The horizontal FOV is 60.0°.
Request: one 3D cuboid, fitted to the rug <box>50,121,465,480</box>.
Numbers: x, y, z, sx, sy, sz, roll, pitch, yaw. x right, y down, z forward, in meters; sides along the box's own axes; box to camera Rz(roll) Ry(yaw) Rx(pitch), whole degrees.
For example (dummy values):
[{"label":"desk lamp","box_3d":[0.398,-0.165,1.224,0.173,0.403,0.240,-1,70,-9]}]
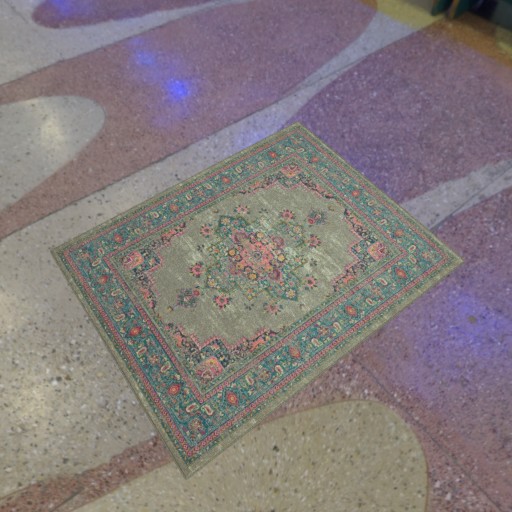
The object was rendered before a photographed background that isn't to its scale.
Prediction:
[{"label":"rug","box_3d":[0.000,0.000,4.151,3.057,0.013,2.434,-32,62,-19]}]
